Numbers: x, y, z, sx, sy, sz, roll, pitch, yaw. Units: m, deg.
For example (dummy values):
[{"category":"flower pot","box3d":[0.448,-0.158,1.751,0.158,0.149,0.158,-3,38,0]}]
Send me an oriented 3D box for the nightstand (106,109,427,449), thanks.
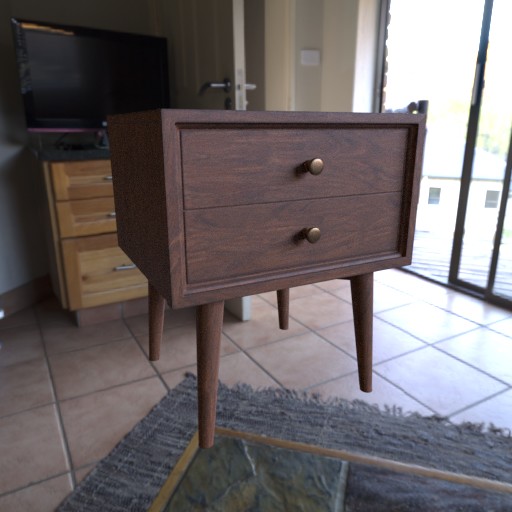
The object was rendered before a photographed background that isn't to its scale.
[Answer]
[{"category":"nightstand","box3d":[0.000,0.000,0.998,0.521,0.607,0.445,-8,18,-26]}]
